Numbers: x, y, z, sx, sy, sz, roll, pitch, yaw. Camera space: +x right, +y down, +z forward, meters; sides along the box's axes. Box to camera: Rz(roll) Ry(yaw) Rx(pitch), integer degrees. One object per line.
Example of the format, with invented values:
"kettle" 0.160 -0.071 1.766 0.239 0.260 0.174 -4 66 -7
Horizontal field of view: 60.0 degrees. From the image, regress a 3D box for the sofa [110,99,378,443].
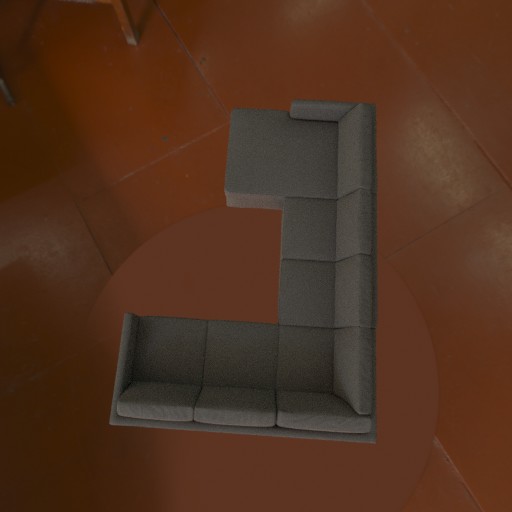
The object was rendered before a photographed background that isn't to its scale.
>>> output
"sofa" 0.000 0.000 4.657 2.476 0.878 3.528 4 75 1
